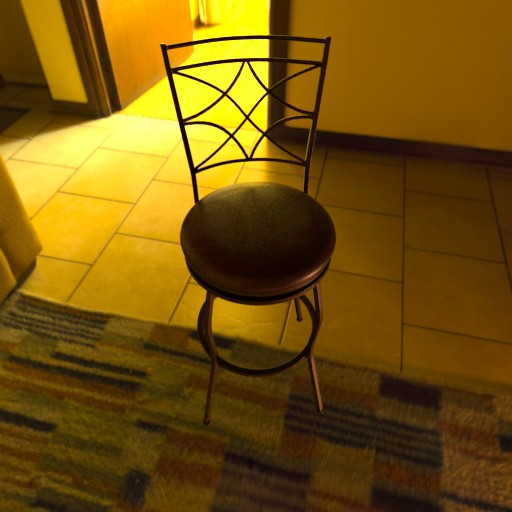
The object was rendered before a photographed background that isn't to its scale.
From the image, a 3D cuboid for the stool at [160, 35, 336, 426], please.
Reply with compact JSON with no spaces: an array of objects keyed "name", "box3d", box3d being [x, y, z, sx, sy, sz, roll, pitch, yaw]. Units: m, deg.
[{"name":"stool","box3d":[0.000,0.000,1.362,0.434,1.117,0.534,-4,45,-4]}]
